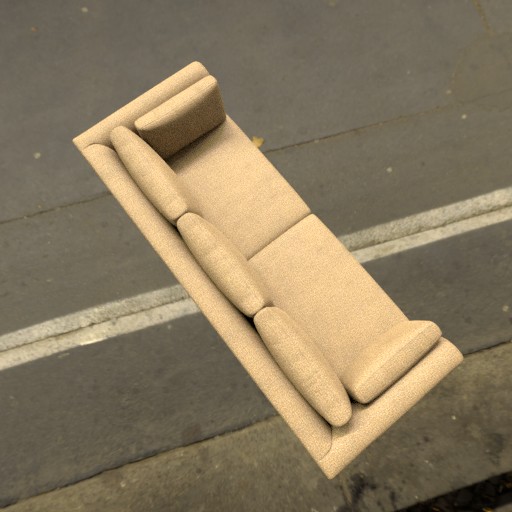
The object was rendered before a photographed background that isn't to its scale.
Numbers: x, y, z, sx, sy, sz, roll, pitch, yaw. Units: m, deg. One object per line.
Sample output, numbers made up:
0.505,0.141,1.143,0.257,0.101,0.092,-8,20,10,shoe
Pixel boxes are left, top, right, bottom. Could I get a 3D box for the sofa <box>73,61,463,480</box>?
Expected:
0.000,0.000,2.826,0.969,0.867,2.415,-37,77,-10,sofa
